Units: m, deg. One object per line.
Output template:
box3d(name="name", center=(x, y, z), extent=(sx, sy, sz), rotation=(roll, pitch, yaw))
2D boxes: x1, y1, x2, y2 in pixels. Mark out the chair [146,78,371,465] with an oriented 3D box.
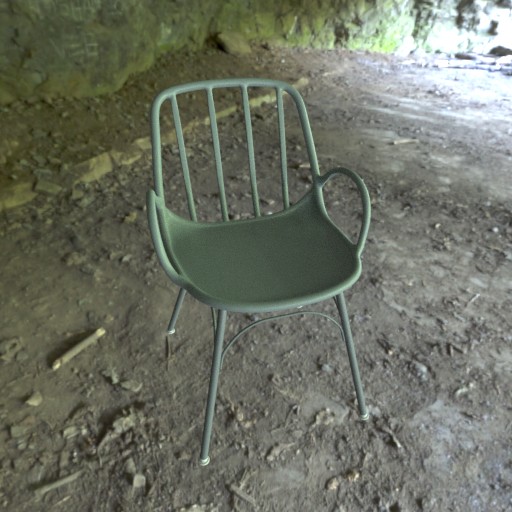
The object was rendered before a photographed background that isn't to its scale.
box3d(name="chair", center=(0.000, 0.000, 1.211), extent=(0.549, 0.816, 0.597), rotation=(-9, 33, -15))
